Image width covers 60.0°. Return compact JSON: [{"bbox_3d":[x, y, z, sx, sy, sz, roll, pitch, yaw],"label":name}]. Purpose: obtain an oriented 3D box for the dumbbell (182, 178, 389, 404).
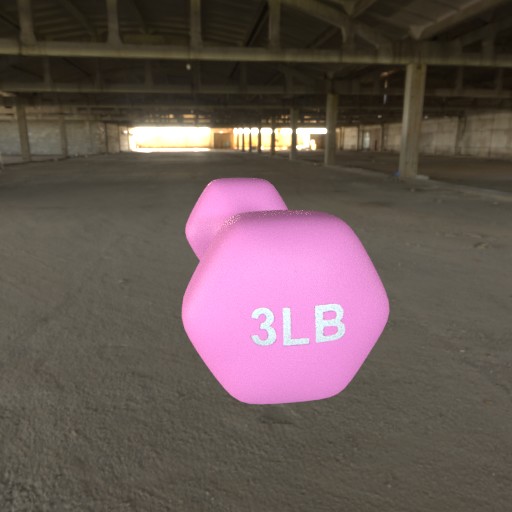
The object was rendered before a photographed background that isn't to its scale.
[{"bbox_3d":[0.000,0.000,0.196,0.064,0.058,0.159,-2,15,-7],"label":"dumbbell"}]
